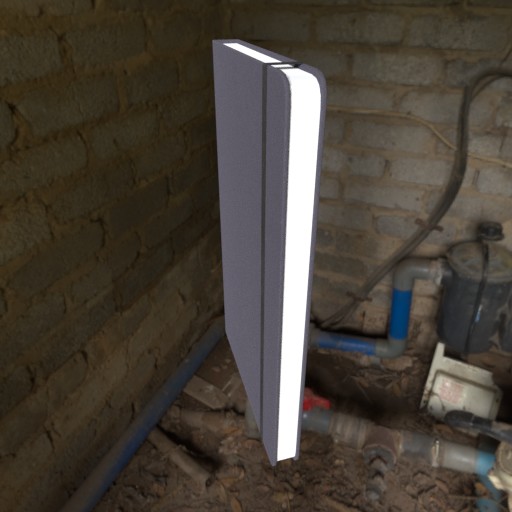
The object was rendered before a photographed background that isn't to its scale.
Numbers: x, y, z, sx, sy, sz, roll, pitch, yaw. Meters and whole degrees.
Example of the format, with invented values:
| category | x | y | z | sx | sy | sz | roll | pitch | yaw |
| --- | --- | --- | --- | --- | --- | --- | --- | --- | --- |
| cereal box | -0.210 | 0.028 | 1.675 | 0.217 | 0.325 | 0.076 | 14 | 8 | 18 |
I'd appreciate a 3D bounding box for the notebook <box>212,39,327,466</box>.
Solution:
| category | x | y | z | sx | sy | sz | roll | pitch | yaw |
| --- | --- | --- | --- | --- | --- | --- | --- | --- | --- |
| notebook | 0.000 | 0.000 | 0.253 | 0.016 | 0.213 | 0.127 | -8 | 32 | -14 |
